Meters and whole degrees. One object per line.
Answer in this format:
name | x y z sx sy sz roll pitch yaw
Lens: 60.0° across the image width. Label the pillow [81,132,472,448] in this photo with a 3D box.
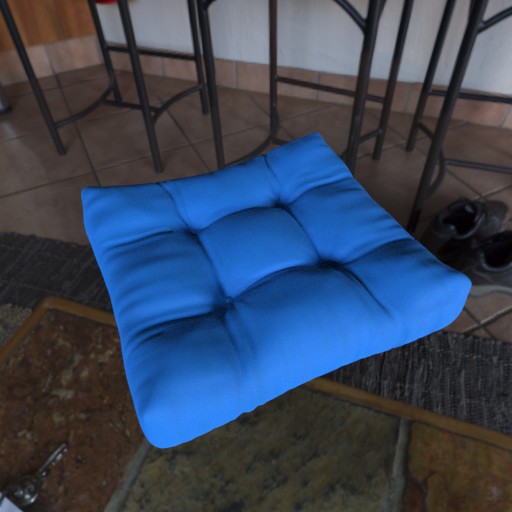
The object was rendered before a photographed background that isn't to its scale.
pillow | 0.000 0.000 0.731 0.490 0.128 0.468 -18 50 -16
